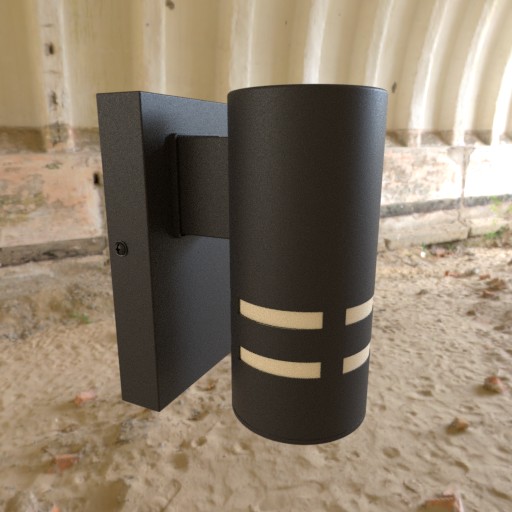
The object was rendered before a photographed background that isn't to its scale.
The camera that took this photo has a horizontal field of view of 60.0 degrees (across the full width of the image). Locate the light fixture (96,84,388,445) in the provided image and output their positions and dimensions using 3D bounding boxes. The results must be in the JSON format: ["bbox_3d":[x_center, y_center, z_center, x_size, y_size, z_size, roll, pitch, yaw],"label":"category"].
[{"bbox_3d":[0.000,0.000,0.261,0.138,0.179,0.098,7,16,25],"label":"light fixture"}]
